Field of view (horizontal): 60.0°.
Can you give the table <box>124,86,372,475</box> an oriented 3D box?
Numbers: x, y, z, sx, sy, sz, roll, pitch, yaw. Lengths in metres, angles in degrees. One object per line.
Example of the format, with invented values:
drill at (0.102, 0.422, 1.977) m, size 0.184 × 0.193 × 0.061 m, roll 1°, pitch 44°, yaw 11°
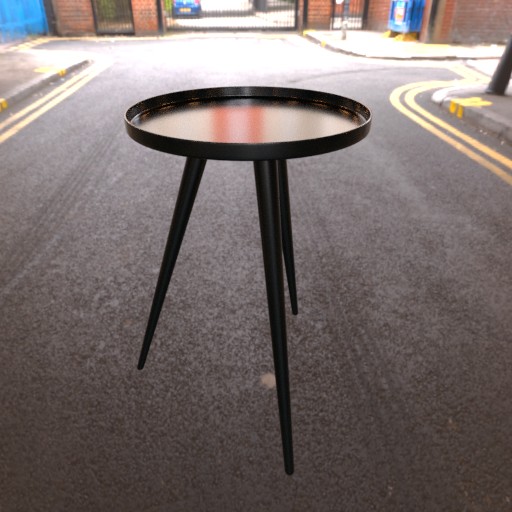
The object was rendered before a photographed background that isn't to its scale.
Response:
table at (0.000, 0.000, 0.832) m, size 0.403 × 0.548 × 0.415 m, roll 20°, pitch 36°, yaw 30°
